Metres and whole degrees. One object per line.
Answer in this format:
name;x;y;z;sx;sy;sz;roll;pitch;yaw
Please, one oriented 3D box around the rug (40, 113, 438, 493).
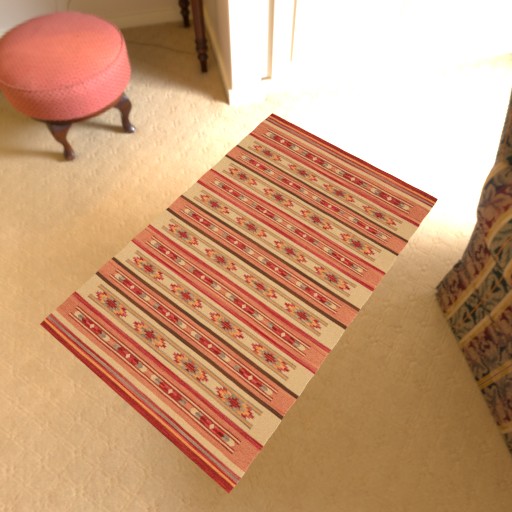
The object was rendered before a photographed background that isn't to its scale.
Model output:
rug;0.000;0.000;3.016;1.535;0.010;2.431;33;64;19
